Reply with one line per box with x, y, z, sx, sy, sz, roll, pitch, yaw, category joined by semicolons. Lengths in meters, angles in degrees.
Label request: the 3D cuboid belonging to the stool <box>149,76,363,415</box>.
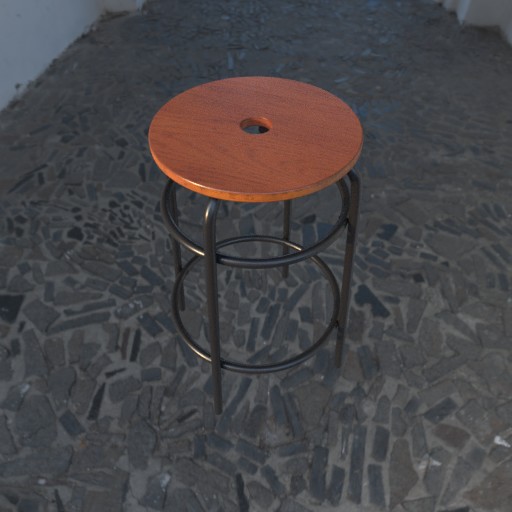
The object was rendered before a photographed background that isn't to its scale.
0.000;0.000;0.923;0.455;0.610;0.455;17;50;15;stool
